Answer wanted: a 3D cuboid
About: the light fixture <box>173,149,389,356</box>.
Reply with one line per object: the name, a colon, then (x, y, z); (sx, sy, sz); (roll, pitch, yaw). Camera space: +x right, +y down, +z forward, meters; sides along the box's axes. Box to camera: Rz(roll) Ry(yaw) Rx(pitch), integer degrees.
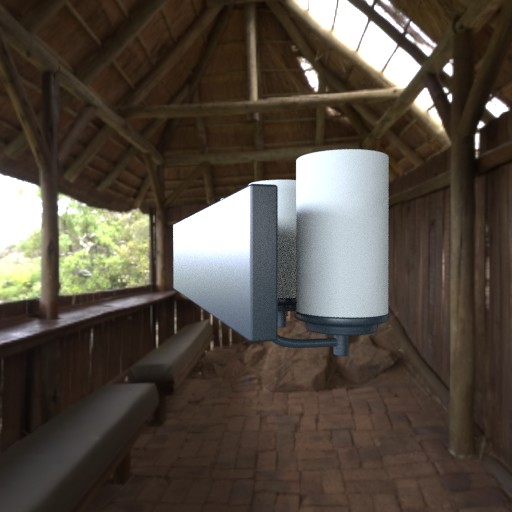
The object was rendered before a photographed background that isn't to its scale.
light fixture: (0.000, 0.000, 0.529); (0.145, 0.172, 0.451); (0, 1, -17)
